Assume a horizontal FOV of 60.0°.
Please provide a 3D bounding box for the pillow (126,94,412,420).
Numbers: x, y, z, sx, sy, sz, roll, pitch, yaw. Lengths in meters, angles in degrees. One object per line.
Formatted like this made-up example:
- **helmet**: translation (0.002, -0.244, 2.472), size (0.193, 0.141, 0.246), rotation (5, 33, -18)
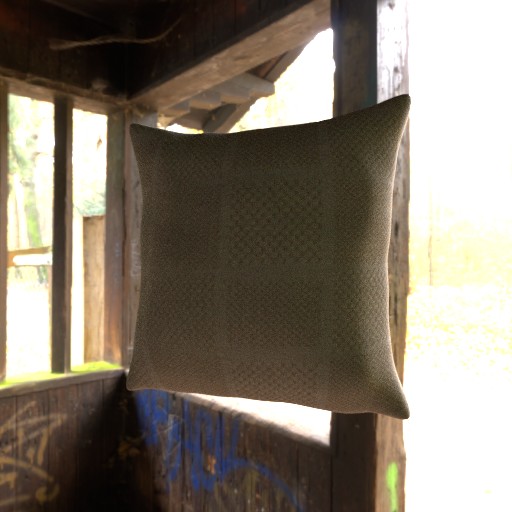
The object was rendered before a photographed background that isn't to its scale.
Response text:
- **pillow**: translation (0.000, 0.000, 0.656), size (0.436, 0.432, 0.138), rotation (0, 0, 18)
